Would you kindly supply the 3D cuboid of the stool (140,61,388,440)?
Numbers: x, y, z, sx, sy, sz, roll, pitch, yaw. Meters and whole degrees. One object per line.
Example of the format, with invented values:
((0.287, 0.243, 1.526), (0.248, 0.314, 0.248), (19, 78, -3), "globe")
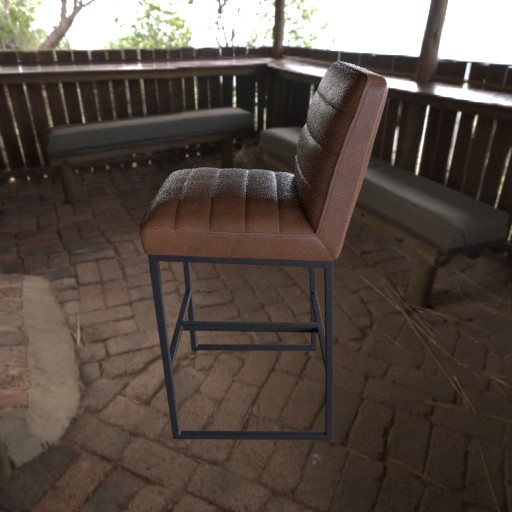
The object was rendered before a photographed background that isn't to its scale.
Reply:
((0.000, 0.000, 1.312), (0.556, 1.040, 0.458), (0, 27, 0), "stool")
